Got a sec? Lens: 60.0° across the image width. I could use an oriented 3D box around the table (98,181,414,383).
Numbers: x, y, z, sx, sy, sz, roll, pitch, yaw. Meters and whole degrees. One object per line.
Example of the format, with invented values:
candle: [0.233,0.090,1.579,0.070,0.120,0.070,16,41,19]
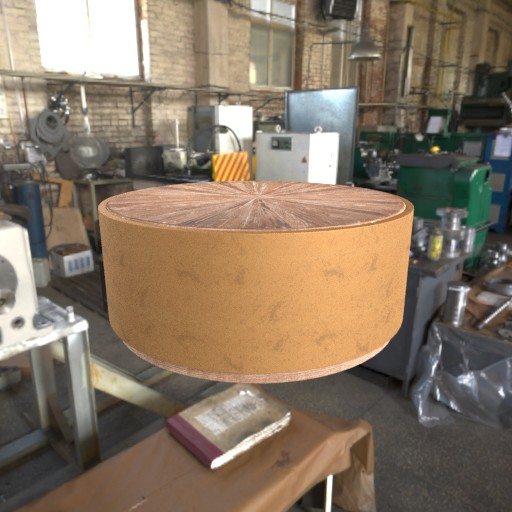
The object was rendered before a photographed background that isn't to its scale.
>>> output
table: [0.000,0.000,1.540,1.001,0.409,1.001,0,16,0]
